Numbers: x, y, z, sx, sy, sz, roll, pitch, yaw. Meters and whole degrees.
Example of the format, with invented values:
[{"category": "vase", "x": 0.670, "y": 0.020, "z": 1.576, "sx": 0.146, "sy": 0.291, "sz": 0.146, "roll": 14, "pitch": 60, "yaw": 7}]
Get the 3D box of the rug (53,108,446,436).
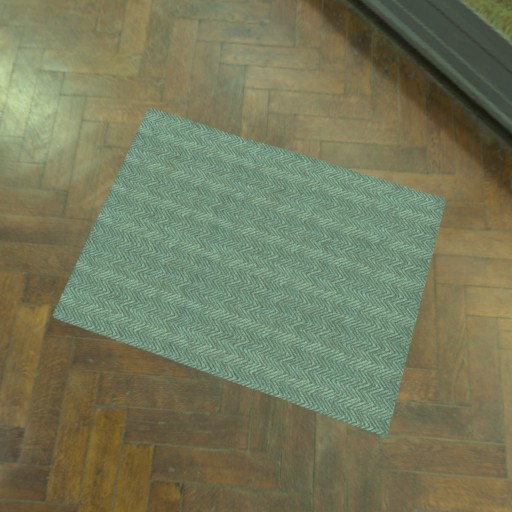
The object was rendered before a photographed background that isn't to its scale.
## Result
[{"category": "rug", "x": 0.000, "y": 0.000, "z": 5.267, "sx": 3.957, "sy": 0.011, "sz": 2.894, "roll": 18, "pitch": 76, "yaw": 5}]
